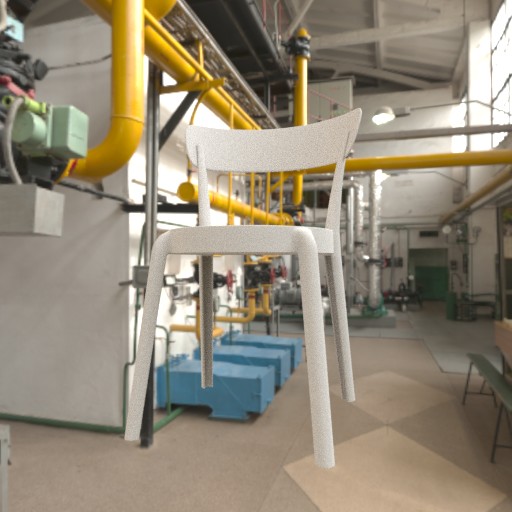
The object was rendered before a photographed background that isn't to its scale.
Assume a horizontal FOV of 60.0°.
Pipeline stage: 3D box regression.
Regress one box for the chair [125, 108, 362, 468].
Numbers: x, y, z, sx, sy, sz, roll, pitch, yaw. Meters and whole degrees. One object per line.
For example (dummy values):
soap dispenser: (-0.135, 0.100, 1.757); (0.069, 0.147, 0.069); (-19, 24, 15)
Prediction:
chair: (0.000, 0.000, 1.117); (0.506, 0.790, 0.491); (0, -1, 17)
